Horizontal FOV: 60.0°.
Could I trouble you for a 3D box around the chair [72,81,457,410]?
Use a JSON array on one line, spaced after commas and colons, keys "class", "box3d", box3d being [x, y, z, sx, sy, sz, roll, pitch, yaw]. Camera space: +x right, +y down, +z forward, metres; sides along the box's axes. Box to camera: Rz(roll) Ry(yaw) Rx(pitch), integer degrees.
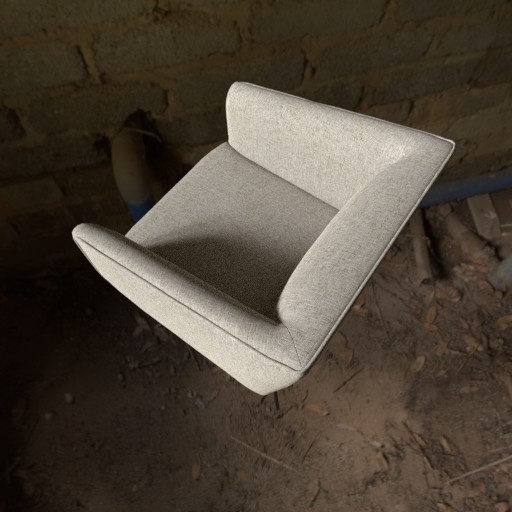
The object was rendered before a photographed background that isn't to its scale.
[{"class": "chair", "box3d": [0.000, 0.000, 1.230, 0.623, 0.760, 0.628, 32, 66, 16]}]
